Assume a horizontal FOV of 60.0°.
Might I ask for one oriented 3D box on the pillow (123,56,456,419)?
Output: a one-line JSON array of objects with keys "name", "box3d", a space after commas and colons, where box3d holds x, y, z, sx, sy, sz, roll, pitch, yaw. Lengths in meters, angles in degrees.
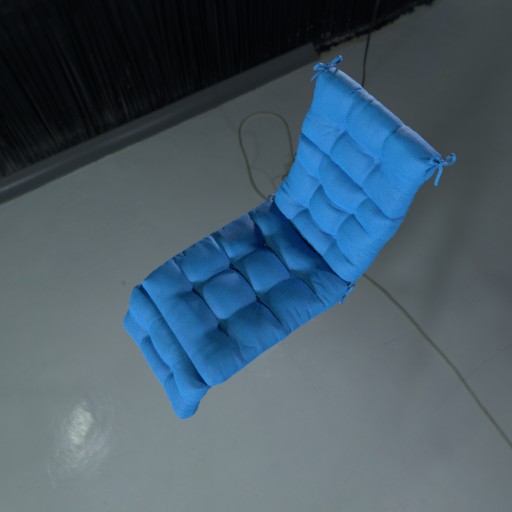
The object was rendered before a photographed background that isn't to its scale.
[{"name": "pillow", "box3d": [0.000, 0.000, 1.521, 1.016, 0.863, 0.526, -32, 66, -16]}]
